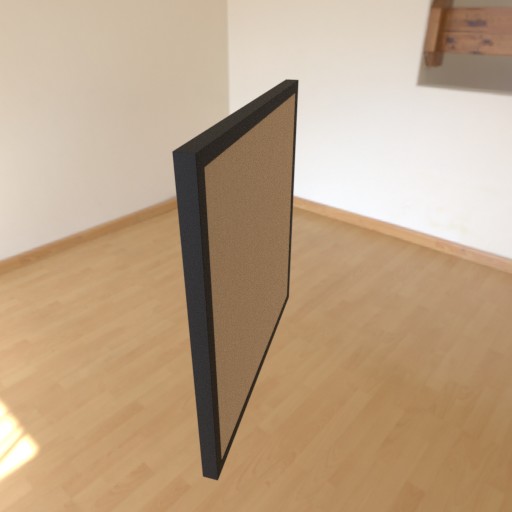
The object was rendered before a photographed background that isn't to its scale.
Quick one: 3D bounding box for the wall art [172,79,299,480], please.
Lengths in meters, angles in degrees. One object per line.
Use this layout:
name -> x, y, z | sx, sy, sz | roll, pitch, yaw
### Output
wall art -> 0.000, 0.000, 0.461 | 0.015, 0.304, 0.306 | 8, 30, 14
